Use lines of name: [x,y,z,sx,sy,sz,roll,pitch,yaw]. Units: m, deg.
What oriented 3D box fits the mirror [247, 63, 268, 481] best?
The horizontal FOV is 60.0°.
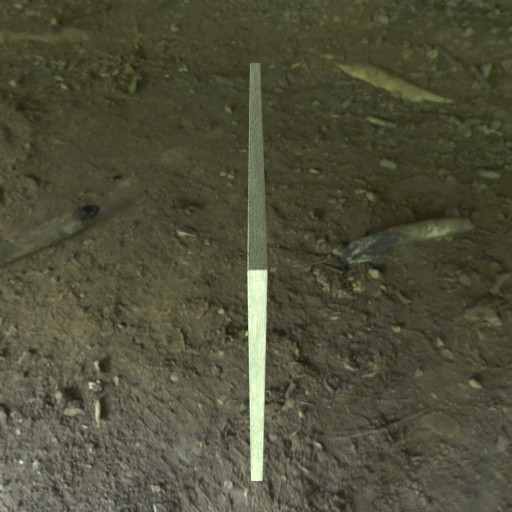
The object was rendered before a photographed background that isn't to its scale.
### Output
mirror: [0.000,0.000,1.140,0.028,0.689,0.839,0,41,0]
